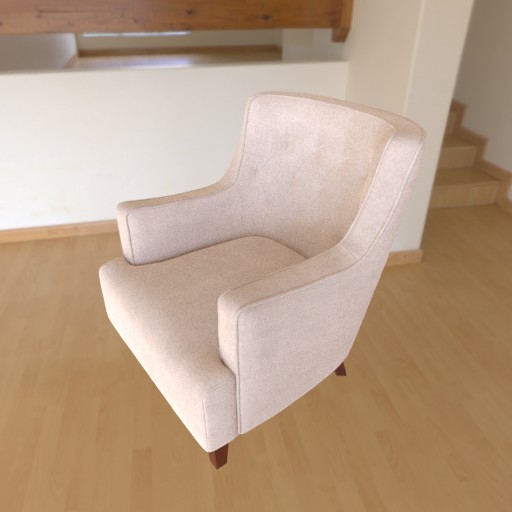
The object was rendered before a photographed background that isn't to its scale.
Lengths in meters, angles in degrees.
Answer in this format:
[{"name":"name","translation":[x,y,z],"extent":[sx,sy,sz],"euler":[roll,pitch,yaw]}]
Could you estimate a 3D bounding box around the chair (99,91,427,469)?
[{"name":"chair","translation":[0.000,0.000,1.537],"extent":[0.910,0.920,0.781],"euler":[-21,37,-31]}]
